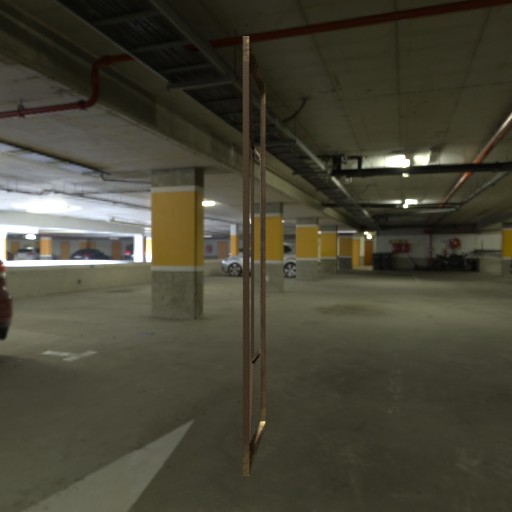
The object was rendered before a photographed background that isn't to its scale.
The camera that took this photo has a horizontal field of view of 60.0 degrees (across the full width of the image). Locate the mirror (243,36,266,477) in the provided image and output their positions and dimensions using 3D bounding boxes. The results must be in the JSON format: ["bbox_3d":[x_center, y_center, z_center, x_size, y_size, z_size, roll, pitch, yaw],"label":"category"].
[{"bbox_3d":[0.000,0.000,0.919,0.032,0.610,0.610,0,0,0],"label":"mirror"}]
